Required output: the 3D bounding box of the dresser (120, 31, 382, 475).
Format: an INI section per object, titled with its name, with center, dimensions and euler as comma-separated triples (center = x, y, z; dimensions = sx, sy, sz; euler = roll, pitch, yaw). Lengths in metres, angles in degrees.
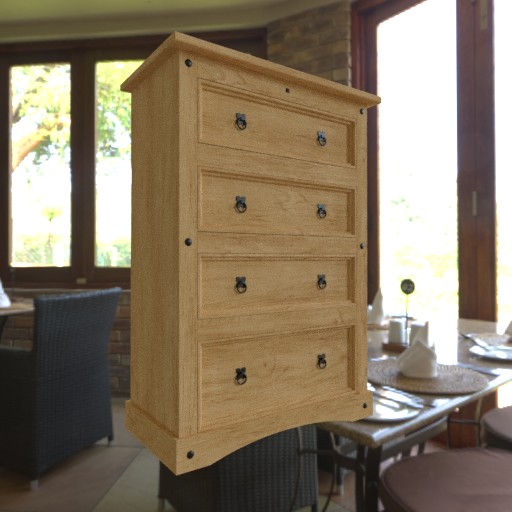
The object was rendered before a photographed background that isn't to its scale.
[dresser]
center = 0.000, 0.000, 1.734
dimensions = 0.915, 1.300, 0.485
euler = 0, 0, -35
